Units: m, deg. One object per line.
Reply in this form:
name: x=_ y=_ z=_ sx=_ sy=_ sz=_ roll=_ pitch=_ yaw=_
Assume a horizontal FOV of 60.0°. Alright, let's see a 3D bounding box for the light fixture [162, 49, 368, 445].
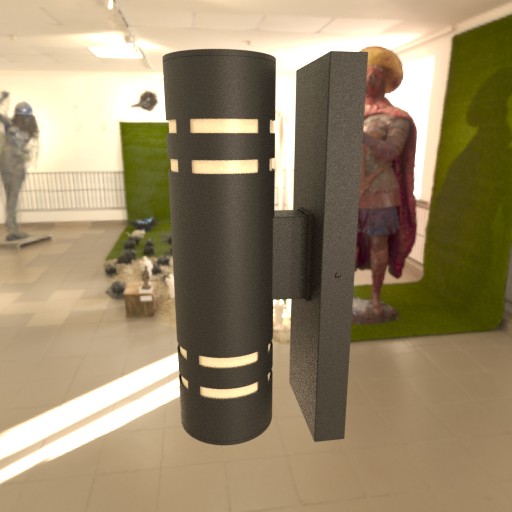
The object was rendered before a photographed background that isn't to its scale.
light fixture: x=0.000 y=0.000 z=0.404 sx=0.149 sy=0.330 sz=0.105 roll=-2 pitch=16 yaw=-9
